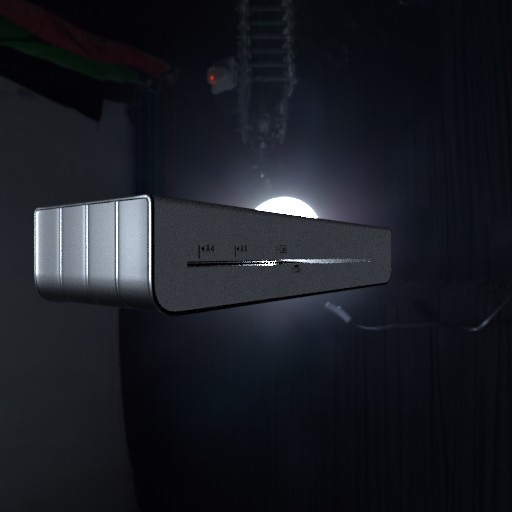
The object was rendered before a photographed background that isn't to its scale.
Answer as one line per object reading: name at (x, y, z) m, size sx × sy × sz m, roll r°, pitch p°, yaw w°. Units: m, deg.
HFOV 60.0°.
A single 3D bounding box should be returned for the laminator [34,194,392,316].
laminator at (0.000, 0.000, 0.388) m, size 0.123 × 0.062 × 0.340 m, roll 0°, pitch 0°, yaw 36°
